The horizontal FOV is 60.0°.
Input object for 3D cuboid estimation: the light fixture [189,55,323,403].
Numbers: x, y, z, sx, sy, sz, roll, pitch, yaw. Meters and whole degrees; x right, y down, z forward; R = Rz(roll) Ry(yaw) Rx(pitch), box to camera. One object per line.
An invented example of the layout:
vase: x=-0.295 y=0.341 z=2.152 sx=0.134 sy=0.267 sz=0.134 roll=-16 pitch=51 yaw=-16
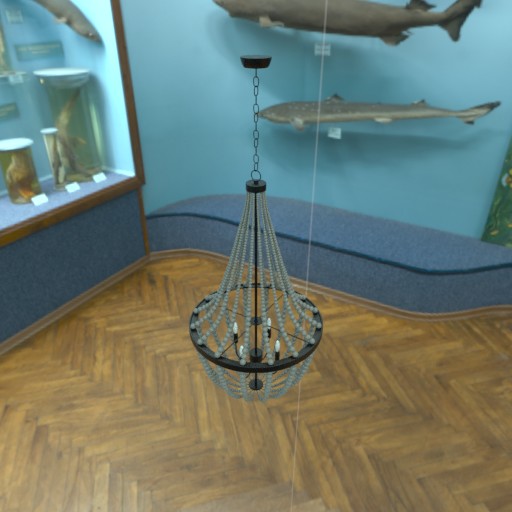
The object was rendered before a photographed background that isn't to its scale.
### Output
light fixture: x=0.000 y=0.000 z=1.373 sx=0.450 sy=1.133 sz=0.450 roll=0 pitch=30 yaw=0
